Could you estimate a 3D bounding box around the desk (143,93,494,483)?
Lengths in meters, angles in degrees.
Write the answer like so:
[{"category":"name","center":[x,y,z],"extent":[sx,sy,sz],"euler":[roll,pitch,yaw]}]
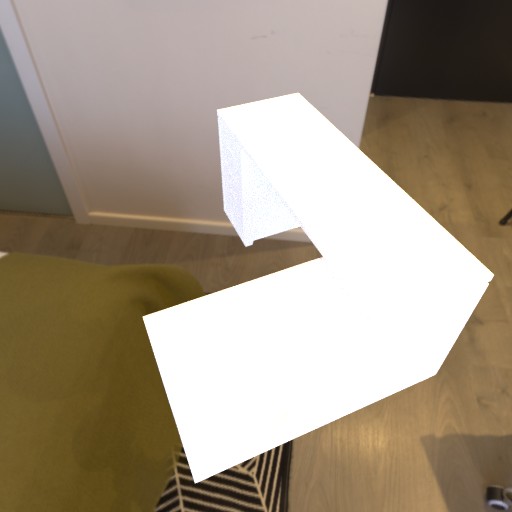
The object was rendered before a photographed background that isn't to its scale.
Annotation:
[{"category":"desk","center":[0.000,0.000,2.181],"extent":[1.199,0.759,1.524],"euler":[-18,49,-16]}]
